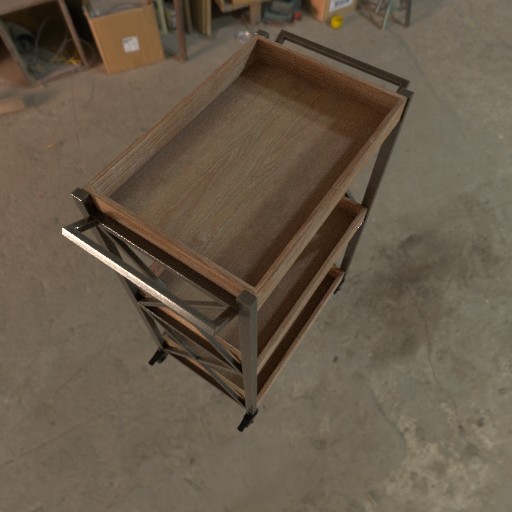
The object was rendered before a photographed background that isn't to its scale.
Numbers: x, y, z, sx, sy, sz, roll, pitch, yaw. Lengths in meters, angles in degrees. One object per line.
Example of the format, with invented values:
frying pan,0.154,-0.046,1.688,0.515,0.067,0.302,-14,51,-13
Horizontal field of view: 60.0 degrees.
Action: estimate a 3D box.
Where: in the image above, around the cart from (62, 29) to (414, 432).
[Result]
cart,0.000,0.000,1.164,0.377,0.835,0.673,31,64,17
